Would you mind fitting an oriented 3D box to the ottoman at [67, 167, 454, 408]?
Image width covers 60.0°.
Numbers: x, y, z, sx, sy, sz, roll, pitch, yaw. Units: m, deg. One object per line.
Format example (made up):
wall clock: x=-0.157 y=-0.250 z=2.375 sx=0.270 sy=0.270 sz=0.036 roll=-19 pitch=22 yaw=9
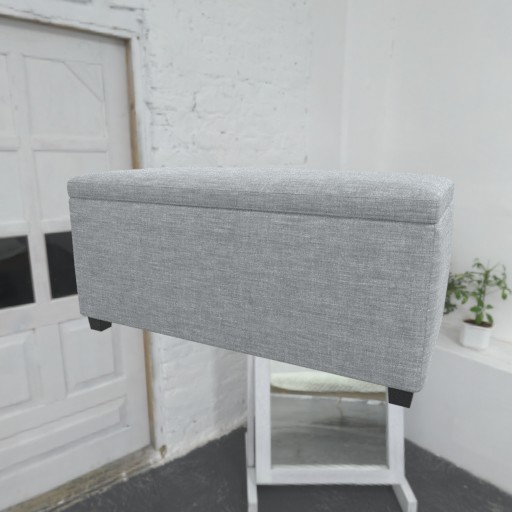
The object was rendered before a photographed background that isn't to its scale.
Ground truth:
ottoman: x=0.000 y=0.000 z=1.138 sx=0.902 sy=0.432 sz=0.419 roll=7 pitch=16 yaw=26
